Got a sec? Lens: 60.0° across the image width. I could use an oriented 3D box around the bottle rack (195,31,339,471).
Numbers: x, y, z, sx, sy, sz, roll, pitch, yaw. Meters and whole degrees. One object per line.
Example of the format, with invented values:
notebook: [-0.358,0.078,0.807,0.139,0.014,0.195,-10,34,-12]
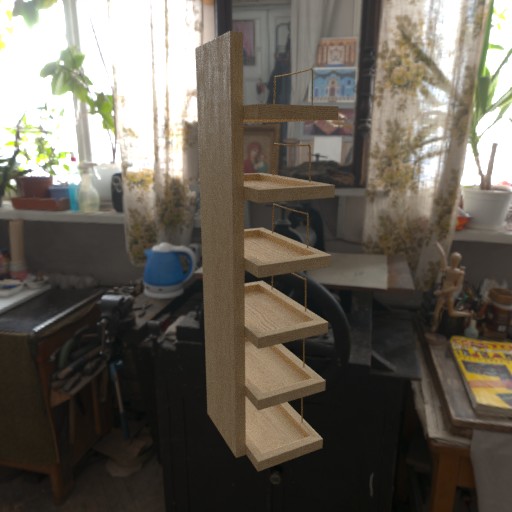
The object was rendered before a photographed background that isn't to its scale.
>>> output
bottle rack: [0.000,0.000,1.080,0.206,0.943,0.330,-8,17,-25]
